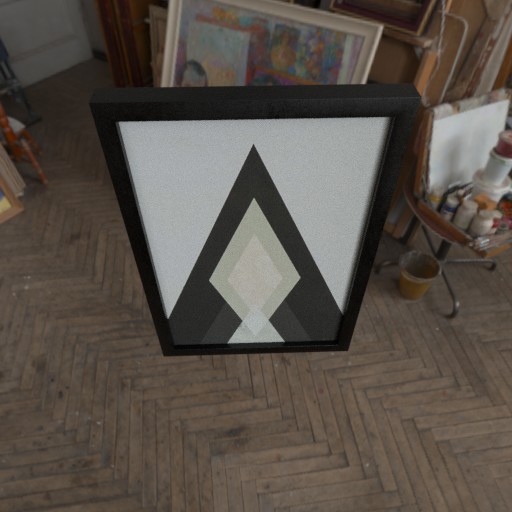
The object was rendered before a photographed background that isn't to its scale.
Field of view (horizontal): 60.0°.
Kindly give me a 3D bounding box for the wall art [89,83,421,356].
[{"bbox_3d":[0.000,0.000,0.592,0.313,0.457,0.031,-1,47,-1],"label":"wall art"}]
